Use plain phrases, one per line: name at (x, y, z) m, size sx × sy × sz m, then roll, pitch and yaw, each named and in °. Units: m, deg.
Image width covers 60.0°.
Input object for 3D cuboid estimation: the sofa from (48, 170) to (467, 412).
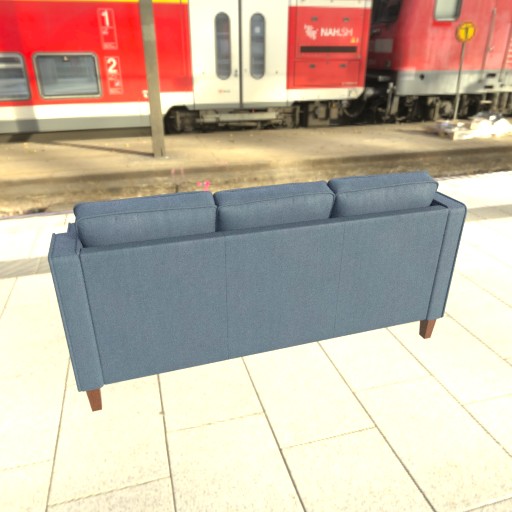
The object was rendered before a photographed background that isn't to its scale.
sofa at (0.000, 0.000, 2.515) m, size 1.986 × 0.974 × 0.911 m, roll -8°, pitch 26°, yaw -16°
